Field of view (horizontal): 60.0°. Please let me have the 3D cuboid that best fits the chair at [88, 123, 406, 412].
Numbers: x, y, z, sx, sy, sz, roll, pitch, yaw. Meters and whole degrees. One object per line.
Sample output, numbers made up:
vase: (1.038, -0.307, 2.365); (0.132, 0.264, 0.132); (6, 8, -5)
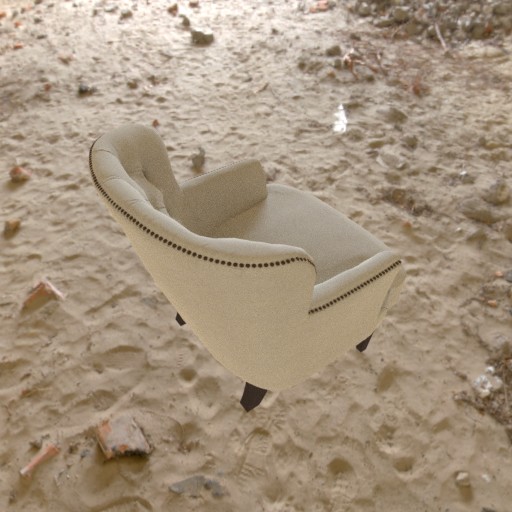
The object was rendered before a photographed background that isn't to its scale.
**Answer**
chair: (0.000, 0.000, 1.557); (0.906, 0.868, 0.848); (-26, 47, -26)
